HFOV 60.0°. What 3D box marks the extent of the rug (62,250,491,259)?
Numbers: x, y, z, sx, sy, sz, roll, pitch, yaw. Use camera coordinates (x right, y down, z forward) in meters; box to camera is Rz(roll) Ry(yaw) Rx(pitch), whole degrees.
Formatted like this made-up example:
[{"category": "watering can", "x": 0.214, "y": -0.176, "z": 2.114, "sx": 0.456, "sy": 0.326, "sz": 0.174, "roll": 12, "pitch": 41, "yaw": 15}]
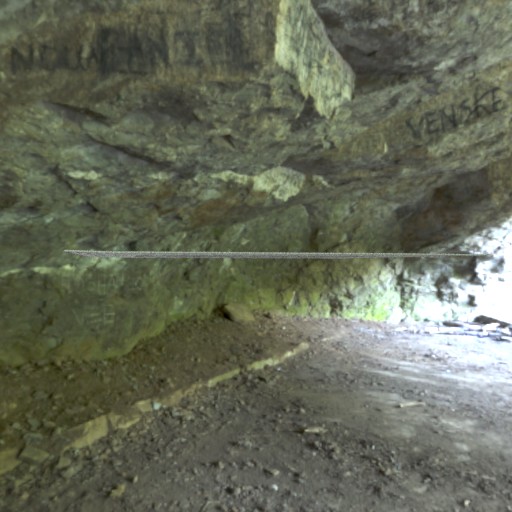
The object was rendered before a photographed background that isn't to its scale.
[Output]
[{"category": "rug", "x": 0.000, "y": 0.000, "z": 4.142, "sx": 3.069, "sy": 0.026, "sz": 2.451, "roll": 0, "pitch": -1, "yaw": -17}]
